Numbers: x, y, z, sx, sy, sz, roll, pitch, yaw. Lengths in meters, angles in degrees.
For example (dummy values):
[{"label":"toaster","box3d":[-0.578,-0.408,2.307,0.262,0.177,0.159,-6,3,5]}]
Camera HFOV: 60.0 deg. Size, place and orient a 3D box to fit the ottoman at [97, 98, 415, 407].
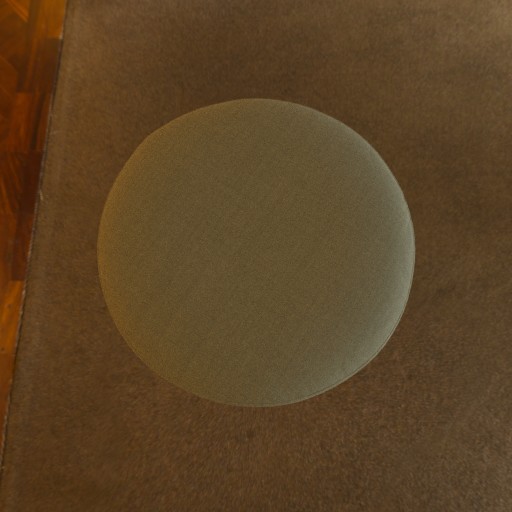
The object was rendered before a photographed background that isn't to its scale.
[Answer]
[{"label":"ottoman","box3d":[0.000,0.000,1.219,0.772,0.460,0.772,0,76,0]}]
